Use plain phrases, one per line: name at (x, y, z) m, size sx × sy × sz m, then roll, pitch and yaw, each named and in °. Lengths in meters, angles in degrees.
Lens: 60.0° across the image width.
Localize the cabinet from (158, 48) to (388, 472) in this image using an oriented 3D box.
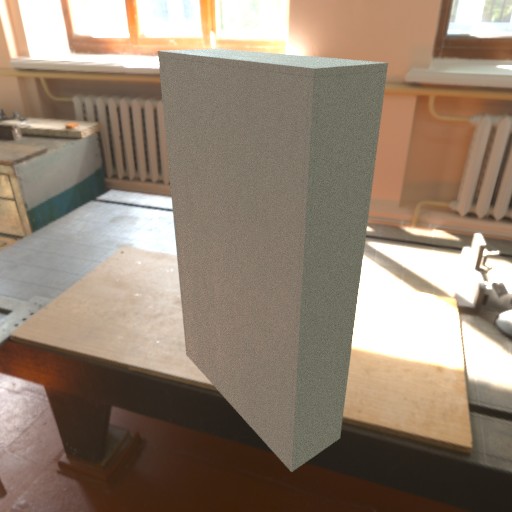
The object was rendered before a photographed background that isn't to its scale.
cabinet at (0.000, 0.000, 1.552) m, size 0.250 × 1.280 × 0.750 m, roll -19°, pitch 33°, yaw -32°
